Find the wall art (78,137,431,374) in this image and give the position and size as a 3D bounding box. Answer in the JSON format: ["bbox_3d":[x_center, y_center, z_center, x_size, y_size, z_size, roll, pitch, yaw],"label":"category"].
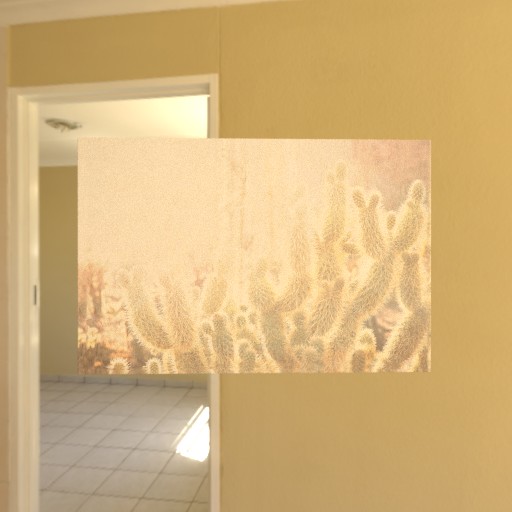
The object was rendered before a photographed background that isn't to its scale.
[{"bbox_3d":[0.000,0.000,1.930,1.525,1.012,0.038,0,0,-2],"label":"wall art"}]
